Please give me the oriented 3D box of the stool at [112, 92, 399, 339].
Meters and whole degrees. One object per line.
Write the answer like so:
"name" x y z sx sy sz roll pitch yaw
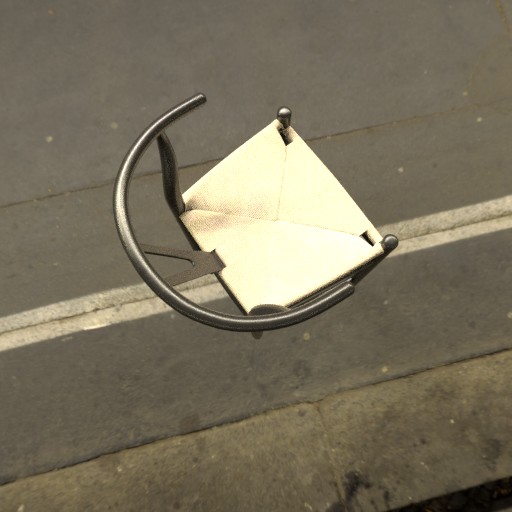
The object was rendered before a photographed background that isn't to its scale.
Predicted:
"stool" 0.000 0.000 1.411 0.579 1.072 0.569 -34 78 -9
